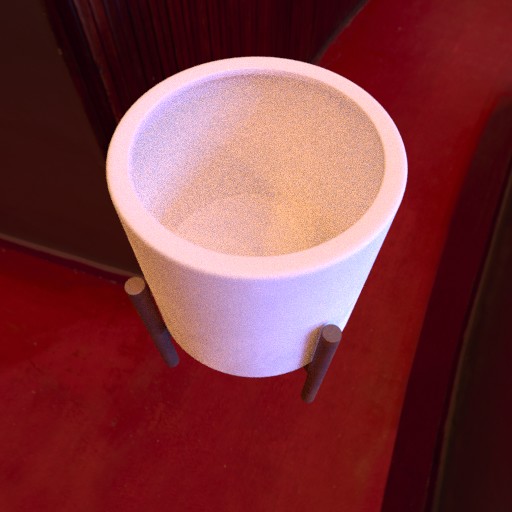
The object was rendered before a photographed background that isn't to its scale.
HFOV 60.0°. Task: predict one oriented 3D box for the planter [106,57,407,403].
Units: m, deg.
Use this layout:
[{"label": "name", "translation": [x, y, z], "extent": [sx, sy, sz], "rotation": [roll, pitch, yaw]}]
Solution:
[{"label": "planter", "translation": [0.000, 0.000, 0.869], "extent": [0.420, 0.581, 0.421], "rotation": [15, 60, 9]}]
